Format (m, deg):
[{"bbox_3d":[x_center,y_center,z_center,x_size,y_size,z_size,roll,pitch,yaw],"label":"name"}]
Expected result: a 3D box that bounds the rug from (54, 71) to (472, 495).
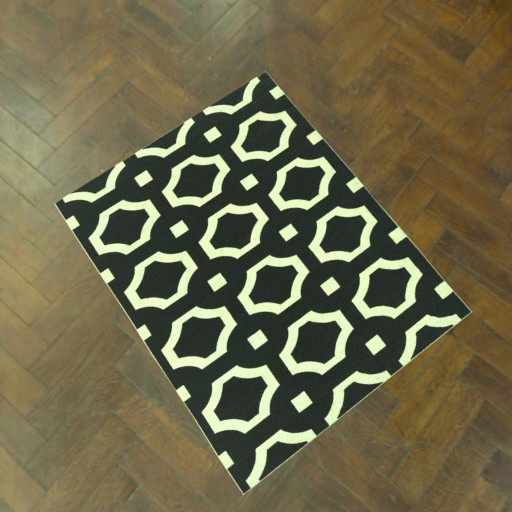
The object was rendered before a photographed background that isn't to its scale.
[{"bbox_3d":[0.000,0.000,4.012,2.466,0.021,3.049,-35,77,-9],"label":"rug"}]
